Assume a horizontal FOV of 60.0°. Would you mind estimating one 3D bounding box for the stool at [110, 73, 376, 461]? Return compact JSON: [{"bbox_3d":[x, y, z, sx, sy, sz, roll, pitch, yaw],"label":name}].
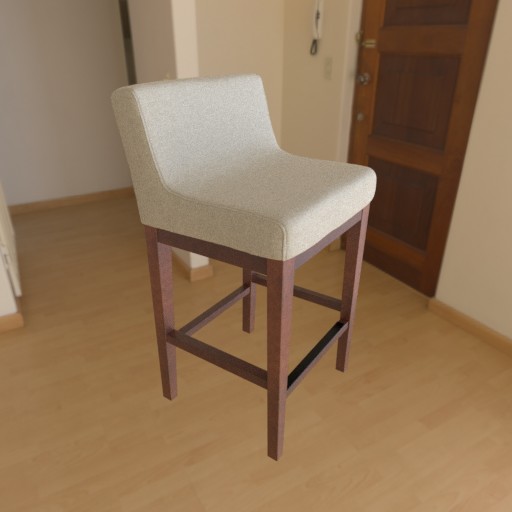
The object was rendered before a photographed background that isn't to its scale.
[{"bbox_3d":[0.000,0.000,1.272,0.500,0.937,0.511,17,31,31],"label":"stool"}]
